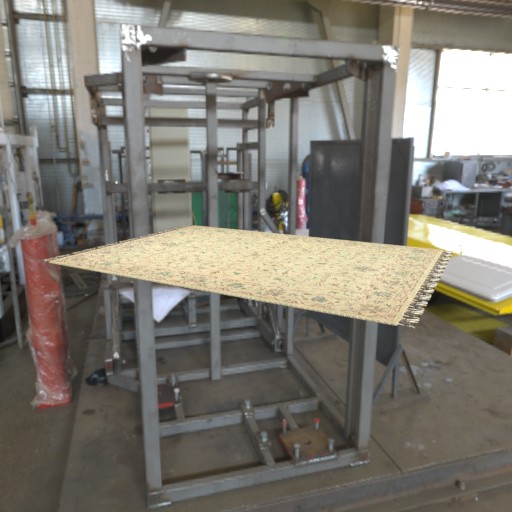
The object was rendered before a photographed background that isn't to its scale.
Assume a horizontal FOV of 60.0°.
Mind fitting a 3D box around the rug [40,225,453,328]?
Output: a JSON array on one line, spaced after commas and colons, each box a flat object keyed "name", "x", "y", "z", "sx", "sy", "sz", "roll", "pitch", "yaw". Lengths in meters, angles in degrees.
[{"name": "rug", "x": 0.000, "y": 0.000, "z": 2.325, "sx": 1.802, "sy": 0.008, "sz": 1.247, "roll": 7, "pitch": 15, "yaw": 28}]
